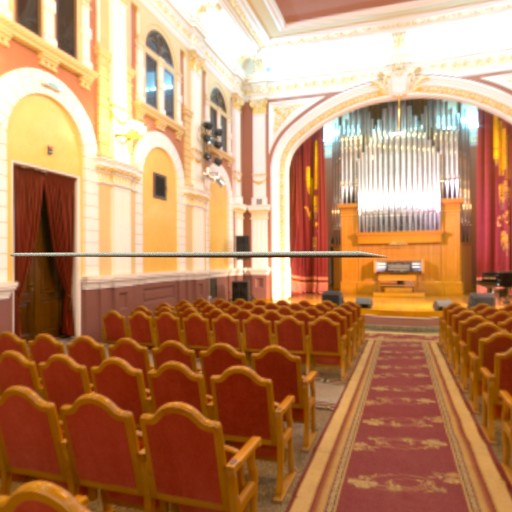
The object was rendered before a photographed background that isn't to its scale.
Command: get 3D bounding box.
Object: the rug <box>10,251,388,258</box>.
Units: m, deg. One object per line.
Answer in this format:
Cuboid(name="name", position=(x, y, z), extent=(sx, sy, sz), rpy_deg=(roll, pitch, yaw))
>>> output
Cuboid(name="rug", position=(0.000, 0.000, 2.244), extent=(1.219, 0.012, 1.840), rpy_deg=(0, 0, 19))
